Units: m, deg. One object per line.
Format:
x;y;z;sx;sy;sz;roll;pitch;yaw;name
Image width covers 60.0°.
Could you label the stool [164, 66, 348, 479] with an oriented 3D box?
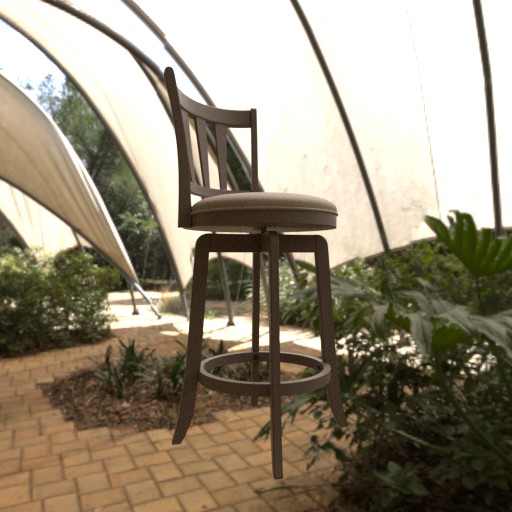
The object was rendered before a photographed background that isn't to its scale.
0.000;0.000;1.287;0.475;1.023;0.436;0;0;35;stool
